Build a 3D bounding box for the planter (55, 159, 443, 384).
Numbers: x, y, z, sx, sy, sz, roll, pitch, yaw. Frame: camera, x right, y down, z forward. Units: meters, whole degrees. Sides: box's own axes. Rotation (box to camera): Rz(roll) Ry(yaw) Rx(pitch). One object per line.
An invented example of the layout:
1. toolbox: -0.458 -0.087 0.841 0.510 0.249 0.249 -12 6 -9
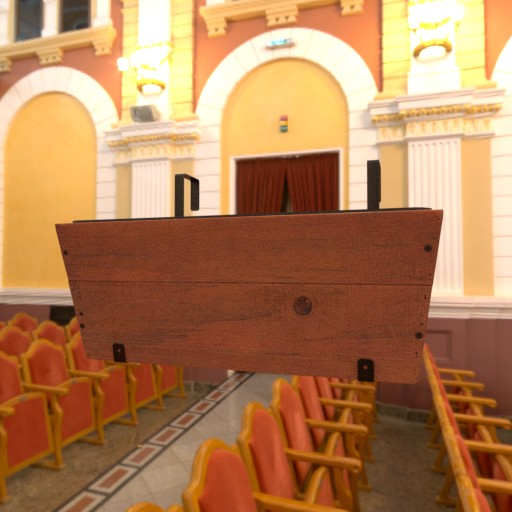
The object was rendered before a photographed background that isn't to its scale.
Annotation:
1. planter: 0.000 0.000 0.640 0.480 0.289 0.262 0 -1 18
